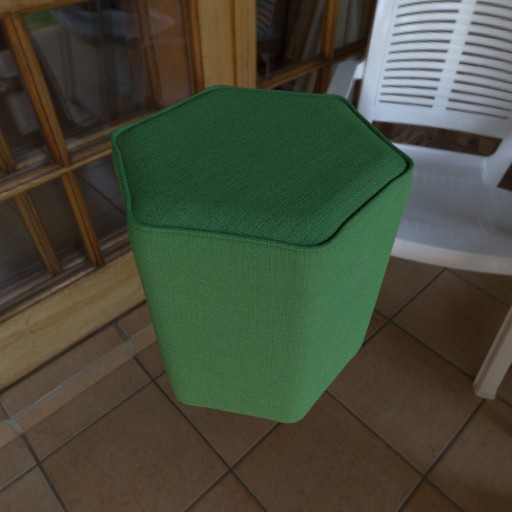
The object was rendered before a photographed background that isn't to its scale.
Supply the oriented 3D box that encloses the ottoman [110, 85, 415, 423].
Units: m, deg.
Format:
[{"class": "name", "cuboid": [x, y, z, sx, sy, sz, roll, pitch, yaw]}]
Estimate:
[{"class": "ottoman", "cuboid": [0.000, 0.000, 0.875, 0.444, 0.507, 0.499, 32, 53, 28]}]
